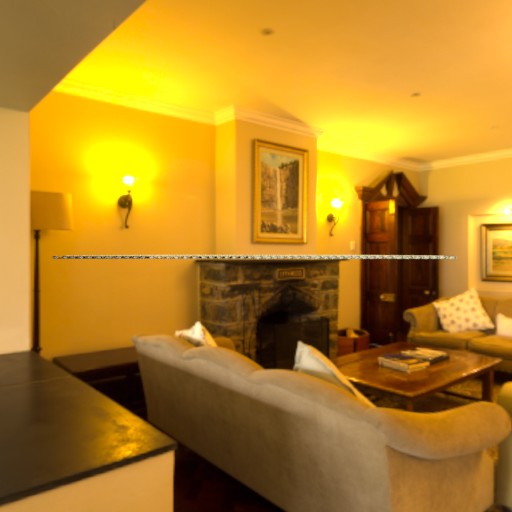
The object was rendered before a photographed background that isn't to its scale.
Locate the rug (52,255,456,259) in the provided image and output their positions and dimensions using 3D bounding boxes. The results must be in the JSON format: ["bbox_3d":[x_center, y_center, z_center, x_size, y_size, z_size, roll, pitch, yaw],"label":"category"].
[{"bbox_3d":[0.000,0.000,2.903,1.600,0.013,2.312,0,0,0],"label":"rug"}]
